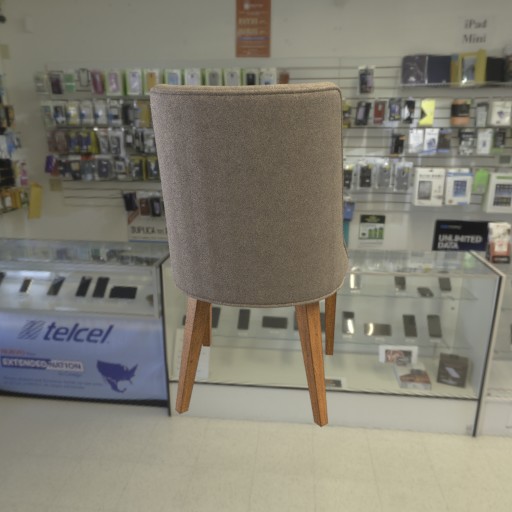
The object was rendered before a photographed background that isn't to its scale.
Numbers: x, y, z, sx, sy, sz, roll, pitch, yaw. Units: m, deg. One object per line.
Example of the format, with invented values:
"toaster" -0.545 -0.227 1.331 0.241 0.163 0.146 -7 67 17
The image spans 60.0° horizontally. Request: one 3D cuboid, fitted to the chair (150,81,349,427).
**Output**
"chair" 0.000 0.000 1.306 0.548 0.916 0.636 2 16 8
